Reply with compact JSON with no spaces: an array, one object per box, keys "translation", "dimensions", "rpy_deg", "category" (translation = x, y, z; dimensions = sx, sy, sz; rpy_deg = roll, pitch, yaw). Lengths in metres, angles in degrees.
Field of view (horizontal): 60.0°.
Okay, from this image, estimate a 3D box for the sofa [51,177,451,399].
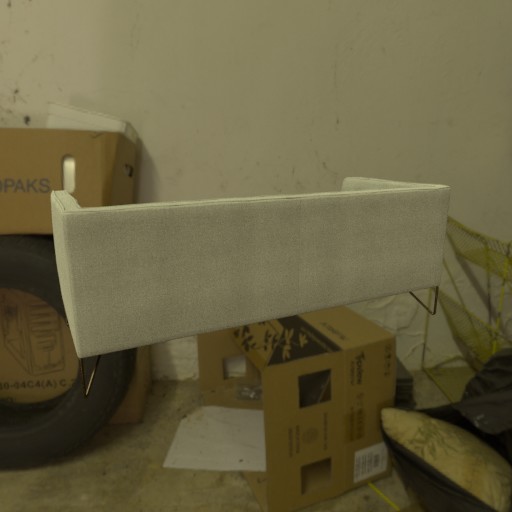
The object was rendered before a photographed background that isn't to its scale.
[{"translation":[0.000,0.000,2.560],"dimensions":[2.079,0.798,0.912],"rpy_deg":[-7,16,-26],"category":"sofa"}]
